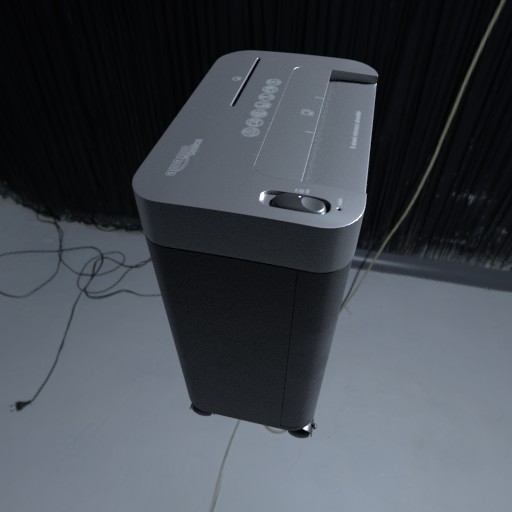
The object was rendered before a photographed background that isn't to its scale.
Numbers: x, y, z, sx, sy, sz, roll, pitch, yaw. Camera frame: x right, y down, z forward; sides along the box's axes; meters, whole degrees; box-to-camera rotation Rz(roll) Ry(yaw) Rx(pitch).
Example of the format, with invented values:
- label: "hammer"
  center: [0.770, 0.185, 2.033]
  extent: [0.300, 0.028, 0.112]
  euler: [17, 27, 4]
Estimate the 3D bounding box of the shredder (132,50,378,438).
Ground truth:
- label: "shredder"
  center: [0.000, 0.000, 0.594]
  extent: [0.237, 0.419, 0.311]
  euler: [10, 47, 9]
